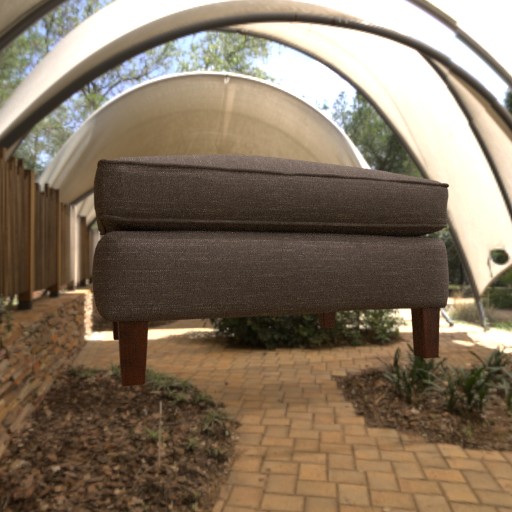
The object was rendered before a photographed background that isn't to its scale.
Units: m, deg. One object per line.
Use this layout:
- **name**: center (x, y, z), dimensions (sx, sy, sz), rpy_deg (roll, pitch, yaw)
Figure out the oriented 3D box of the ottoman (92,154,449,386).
- **ottoman**: center (0.000, 0.000, 0.992), dimensions (0.686, 0.406, 0.508), rpy_deg (0, 0, -19)
